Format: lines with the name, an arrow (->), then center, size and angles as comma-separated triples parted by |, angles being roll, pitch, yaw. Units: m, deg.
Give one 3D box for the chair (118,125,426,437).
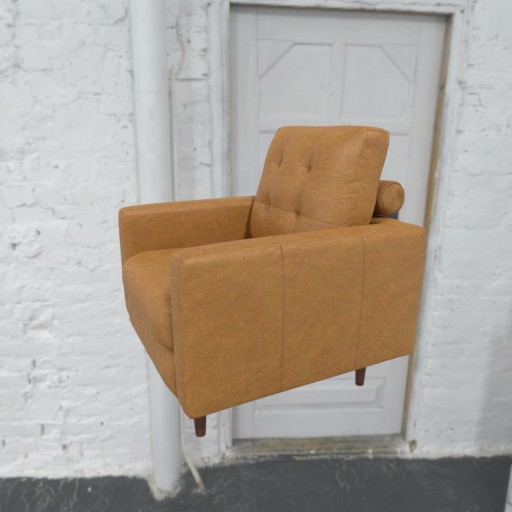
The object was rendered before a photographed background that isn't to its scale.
chair -> 0.000, 0.000, 1.583 | 0.868, 0.896, 0.831 | -8, 18, -26
